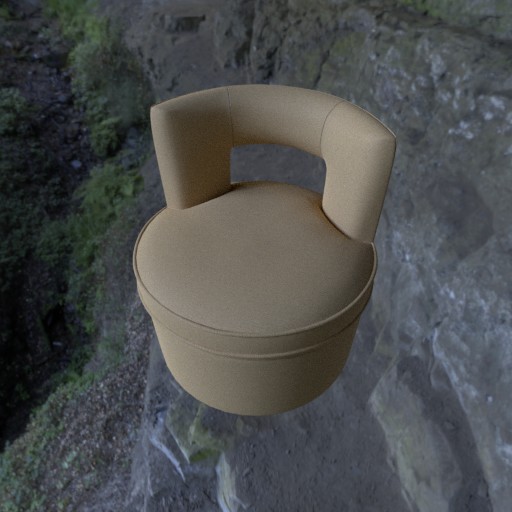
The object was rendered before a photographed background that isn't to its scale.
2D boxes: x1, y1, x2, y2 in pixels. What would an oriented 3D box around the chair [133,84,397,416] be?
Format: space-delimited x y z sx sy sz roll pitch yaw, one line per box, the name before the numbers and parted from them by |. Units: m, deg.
chair | 0.000 0.000 1.231 0.650 0.723 0.665 11 43 12
